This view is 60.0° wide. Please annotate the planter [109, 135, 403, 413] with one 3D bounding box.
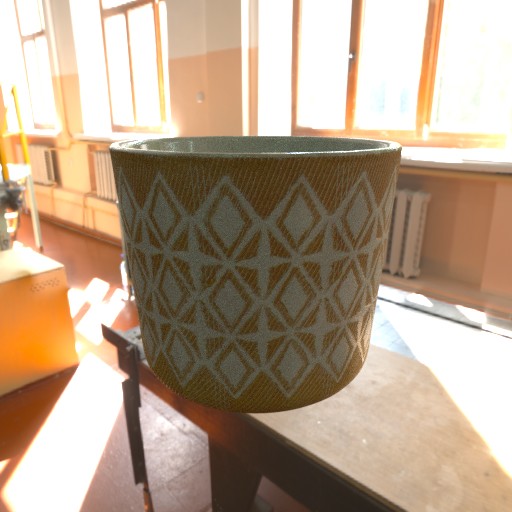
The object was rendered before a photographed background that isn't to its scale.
[{"bbox_3d":[0.000,0.000,0.330,0.193,0.165,0.193,0,18,0],"label":"planter"}]
